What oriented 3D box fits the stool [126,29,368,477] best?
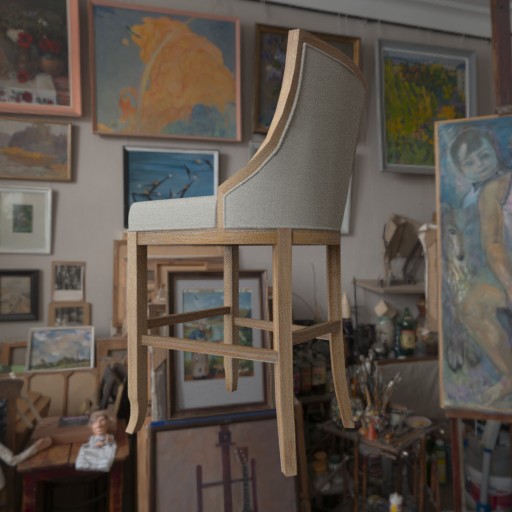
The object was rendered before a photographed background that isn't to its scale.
[{"bbox_3d":[0.000,0.000,1.403,0.626,1.101,0.524,1,1,36],"label":"stool"}]
